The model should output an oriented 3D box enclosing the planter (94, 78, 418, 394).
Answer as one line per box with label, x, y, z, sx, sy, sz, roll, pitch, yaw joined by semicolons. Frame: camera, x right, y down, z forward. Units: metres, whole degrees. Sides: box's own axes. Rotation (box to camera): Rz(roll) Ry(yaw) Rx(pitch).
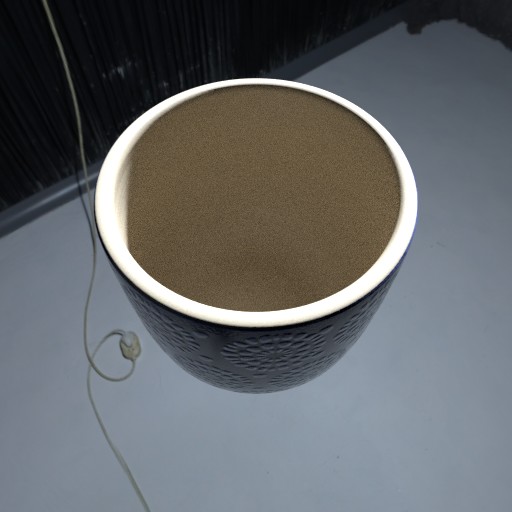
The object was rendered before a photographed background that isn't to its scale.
planter;0.000;0.000;0.288;0.165;0.149;0.165;0;58;0
